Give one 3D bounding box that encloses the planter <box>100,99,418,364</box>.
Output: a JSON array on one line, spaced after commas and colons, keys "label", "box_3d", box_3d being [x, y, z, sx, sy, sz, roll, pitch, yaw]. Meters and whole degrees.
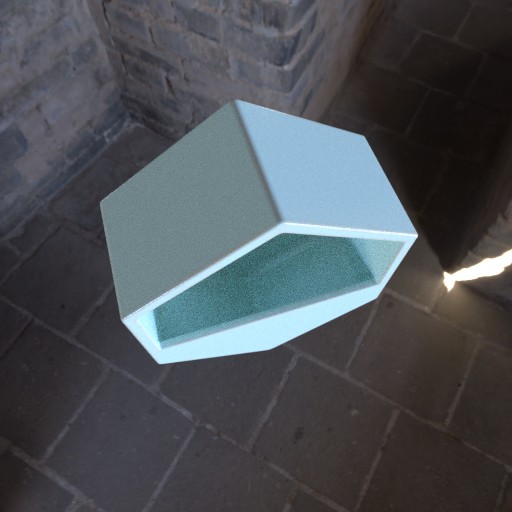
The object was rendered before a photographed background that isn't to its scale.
[{"label": "planter", "box_3d": [0.000, 0.000, 0.298, 0.169, 0.207, 0.078, -16, 65, -8]}]
